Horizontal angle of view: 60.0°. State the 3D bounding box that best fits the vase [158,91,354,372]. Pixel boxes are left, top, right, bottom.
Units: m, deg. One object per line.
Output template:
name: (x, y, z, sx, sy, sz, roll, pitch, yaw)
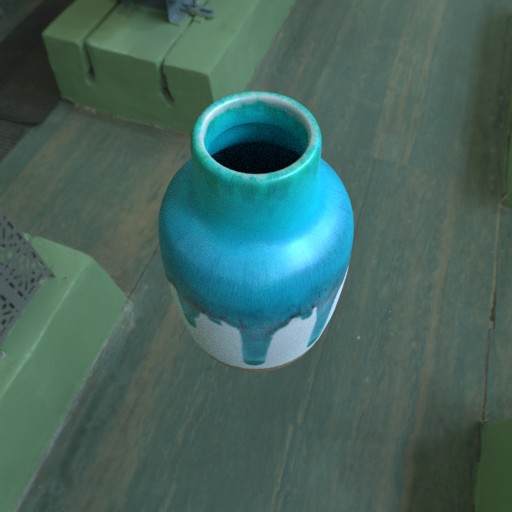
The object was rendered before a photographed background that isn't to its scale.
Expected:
vase: (0.000, 0.000, 0.260, 0.106, 0.192, 0.106, 0, 59, 0)
